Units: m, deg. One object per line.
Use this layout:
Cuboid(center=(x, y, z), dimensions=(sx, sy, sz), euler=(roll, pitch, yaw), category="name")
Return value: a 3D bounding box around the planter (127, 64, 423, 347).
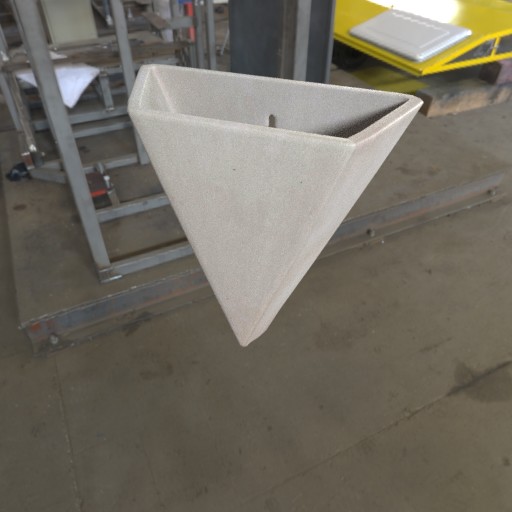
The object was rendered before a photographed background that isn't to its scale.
Cuboid(center=(0.000, 0.000, 0.274), dimensions=(0.150, 0.197, 0.060), euler=(13, 43, 14), category="planter")
